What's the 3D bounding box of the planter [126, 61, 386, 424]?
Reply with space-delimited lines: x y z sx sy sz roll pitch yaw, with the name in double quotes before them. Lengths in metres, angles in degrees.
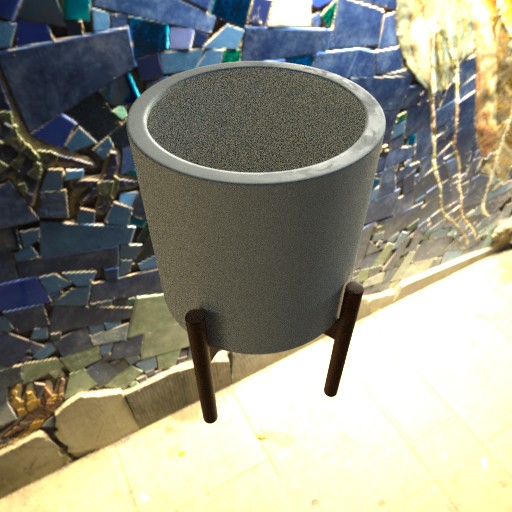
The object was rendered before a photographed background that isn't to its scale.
"planter" 0.000 0.000 0.961 0.417 0.670 0.417 -10 45 -10
